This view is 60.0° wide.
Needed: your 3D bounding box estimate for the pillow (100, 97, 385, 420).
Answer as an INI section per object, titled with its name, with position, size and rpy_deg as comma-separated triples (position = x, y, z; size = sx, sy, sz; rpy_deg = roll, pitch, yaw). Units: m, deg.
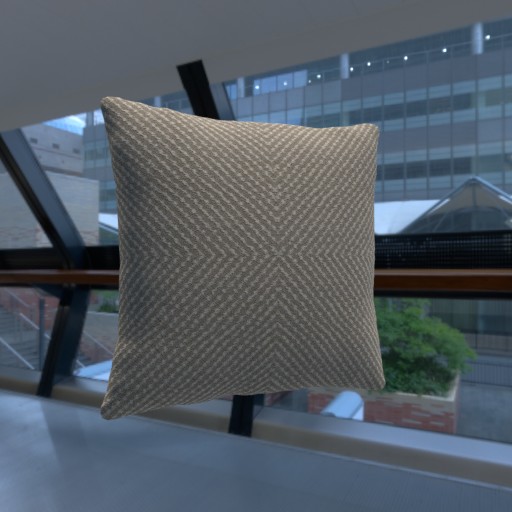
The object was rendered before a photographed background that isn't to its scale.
[pillow]
position = 0.000, 0.000, 0.693
size = 0.459, 0.458, 0.181
rpy_deg = 0, 0, -18
